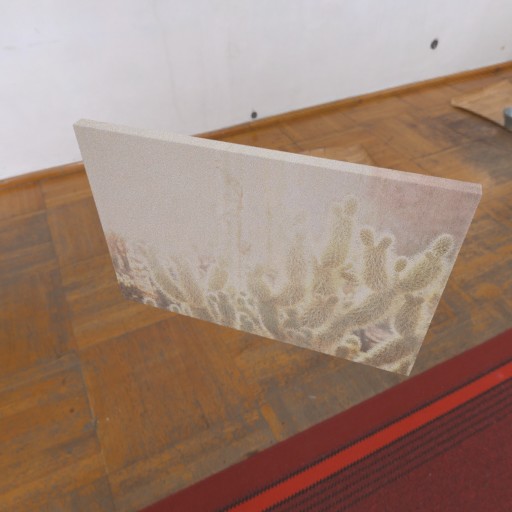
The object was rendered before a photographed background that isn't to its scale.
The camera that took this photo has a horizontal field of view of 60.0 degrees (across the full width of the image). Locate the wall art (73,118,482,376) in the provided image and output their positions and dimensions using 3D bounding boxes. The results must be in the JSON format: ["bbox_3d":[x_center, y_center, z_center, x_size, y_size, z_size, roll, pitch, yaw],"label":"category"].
[{"bbox_3d":[0.000,0.000,1.163,0.916,0.608,0.040,13,43,14],"label":"wall art"}]
